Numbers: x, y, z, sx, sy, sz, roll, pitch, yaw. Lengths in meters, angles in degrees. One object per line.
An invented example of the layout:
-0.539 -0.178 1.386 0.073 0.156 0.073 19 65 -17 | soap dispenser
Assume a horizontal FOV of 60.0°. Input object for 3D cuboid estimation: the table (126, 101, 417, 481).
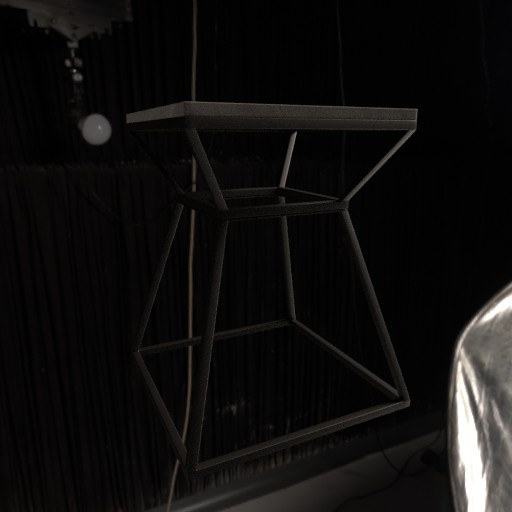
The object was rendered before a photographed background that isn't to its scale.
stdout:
0.000 0.000 0.904 0.455 0.559 0.455 -7 17 -25 | table
